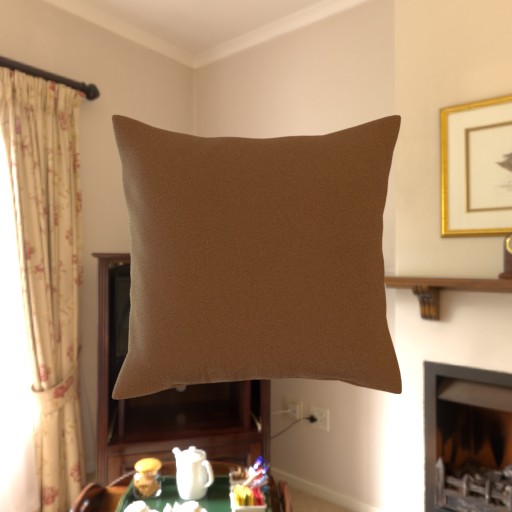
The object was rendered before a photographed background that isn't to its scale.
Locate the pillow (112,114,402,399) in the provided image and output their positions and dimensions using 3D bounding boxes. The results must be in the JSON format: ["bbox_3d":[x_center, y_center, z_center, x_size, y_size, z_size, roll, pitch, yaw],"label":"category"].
[{"bbox_3d":[0.000,0.000,0.689,0.453,0.443,0.168,0,-1,0],"label":"pillow"}]
